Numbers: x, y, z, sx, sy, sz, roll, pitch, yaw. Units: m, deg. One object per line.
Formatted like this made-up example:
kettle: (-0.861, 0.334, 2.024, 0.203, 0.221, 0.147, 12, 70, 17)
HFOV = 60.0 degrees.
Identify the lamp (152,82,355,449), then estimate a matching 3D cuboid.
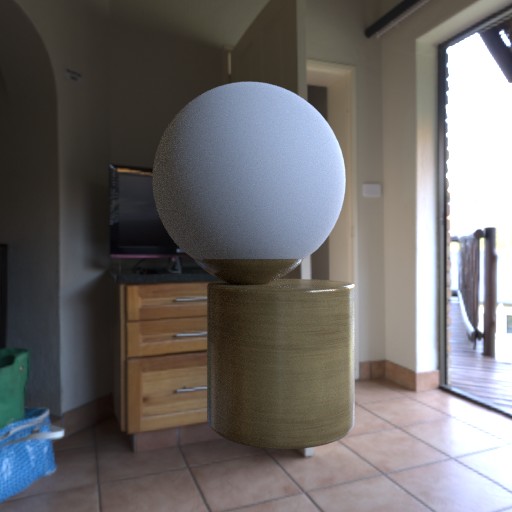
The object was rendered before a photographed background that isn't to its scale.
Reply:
lamp: (0.000, 0.000, 0.334, 0.152, 0.250, 0.141, 0, 0, -19)
